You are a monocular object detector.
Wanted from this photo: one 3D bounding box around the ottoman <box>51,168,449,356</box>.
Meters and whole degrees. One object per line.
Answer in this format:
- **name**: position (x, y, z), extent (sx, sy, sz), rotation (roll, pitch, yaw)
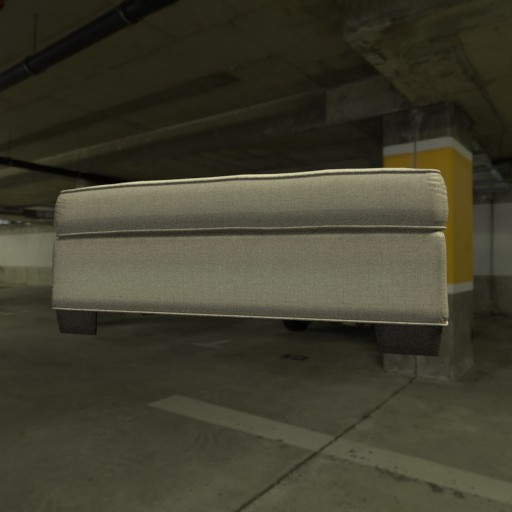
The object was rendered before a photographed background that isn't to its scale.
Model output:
- **ottoman**: position (0.000, 0.000, 1.435), extent (1.097, 0.461, 0.617), rotation (0, -1, 18)
